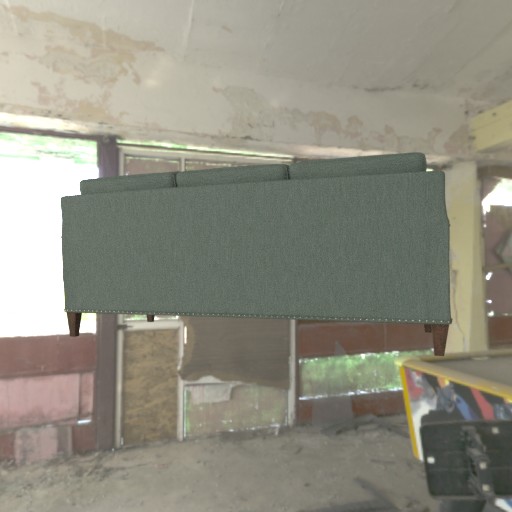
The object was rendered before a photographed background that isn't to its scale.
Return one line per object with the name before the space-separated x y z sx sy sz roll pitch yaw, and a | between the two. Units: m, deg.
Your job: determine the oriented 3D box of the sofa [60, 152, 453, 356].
sofa | 0.000 0.000 2.837 2.246 1.003 1.084 -1 -2 18
